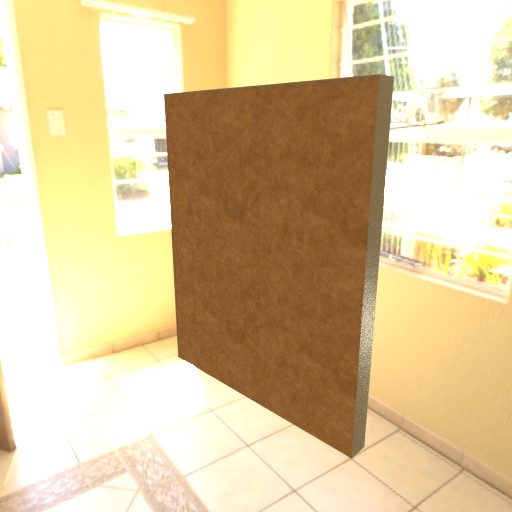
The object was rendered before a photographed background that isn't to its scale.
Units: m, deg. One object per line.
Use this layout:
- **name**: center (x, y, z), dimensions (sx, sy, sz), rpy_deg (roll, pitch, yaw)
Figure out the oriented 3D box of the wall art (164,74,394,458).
- **wall art**: center (0.000, 0.000, 0.775), dimensions (0.453, 0.554, 0.037), rpy_deg (15, 22, 42)
